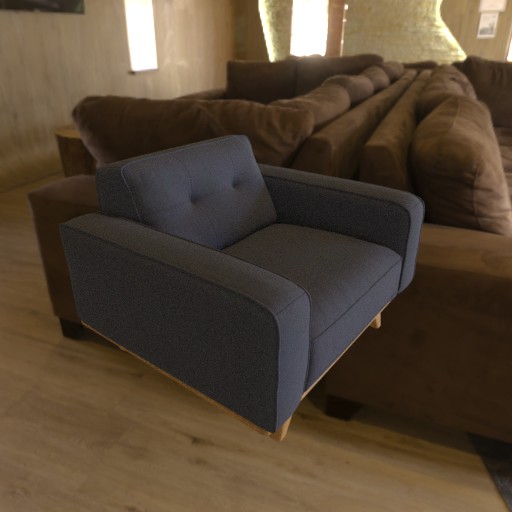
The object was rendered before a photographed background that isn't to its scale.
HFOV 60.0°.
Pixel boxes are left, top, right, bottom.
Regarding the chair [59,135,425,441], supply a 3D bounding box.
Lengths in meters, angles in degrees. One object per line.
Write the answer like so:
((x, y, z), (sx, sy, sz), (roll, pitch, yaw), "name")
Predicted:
((0.000, 0.000, 1.758), (0.953, 0.783, 1.118), (18, 31, 33), "chair")
